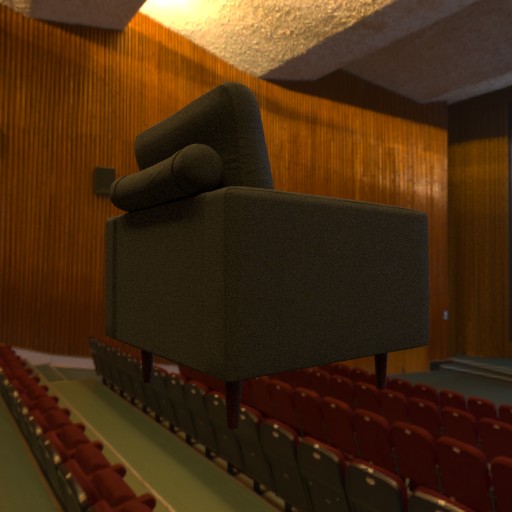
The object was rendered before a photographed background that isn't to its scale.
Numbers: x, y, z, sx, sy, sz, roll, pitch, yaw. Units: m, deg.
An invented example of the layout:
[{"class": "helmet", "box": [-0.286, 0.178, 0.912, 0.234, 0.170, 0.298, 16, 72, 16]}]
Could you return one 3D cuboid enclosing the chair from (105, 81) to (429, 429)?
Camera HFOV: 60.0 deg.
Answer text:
[{"class": "chair", "box": [0.000, 0.000, 1.508, 0.843, 0.880, 0.821, 1, -2, -37]}]
